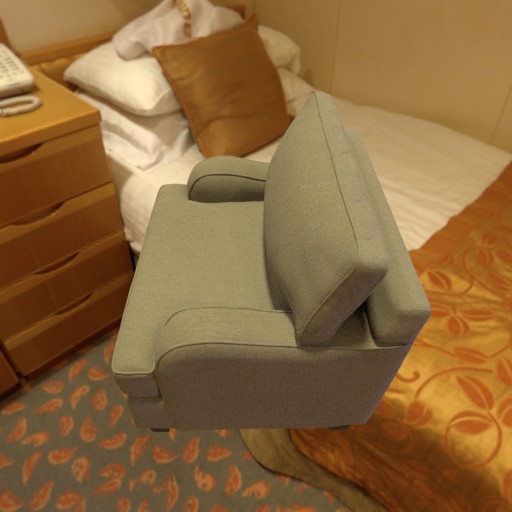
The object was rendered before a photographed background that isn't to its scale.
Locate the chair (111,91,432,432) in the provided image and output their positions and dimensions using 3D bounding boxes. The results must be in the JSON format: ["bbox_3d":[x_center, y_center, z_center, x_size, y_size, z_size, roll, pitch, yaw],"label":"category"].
[{"bbox_3d":[0.000,0.000,1.944,1.041,1.016,1.220,0,42,-1],"label":"chair"}]
